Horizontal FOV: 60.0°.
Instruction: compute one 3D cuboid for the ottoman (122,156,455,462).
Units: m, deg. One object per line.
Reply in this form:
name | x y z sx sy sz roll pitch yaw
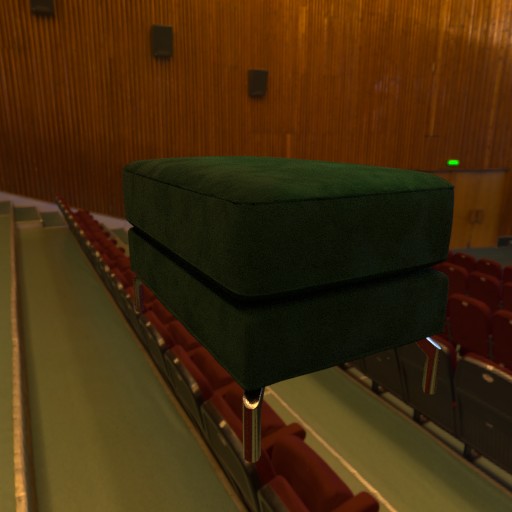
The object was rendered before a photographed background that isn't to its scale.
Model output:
ottoman | 0.000 0.000 1.240 0.536 0.533 0.886 -8 17 -28
